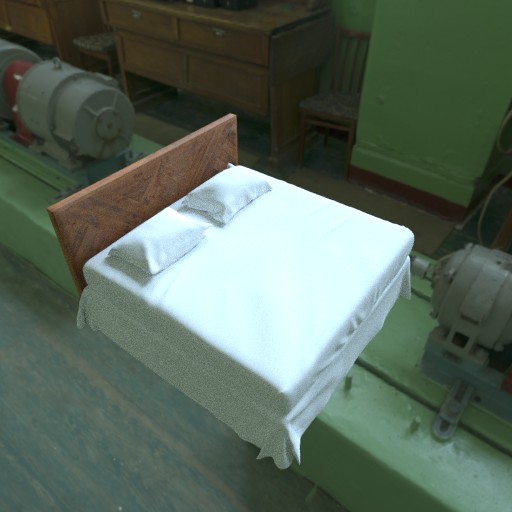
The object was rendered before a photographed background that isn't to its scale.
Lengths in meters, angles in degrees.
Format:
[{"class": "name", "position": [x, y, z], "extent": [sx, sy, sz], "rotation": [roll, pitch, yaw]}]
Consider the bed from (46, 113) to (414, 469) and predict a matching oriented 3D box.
[{"class": "bed", "position": [0.000, 0.000, 3.578], "extent": [2.165, 1.158, 2.255], "rotation": [26, 47, 27]}]
